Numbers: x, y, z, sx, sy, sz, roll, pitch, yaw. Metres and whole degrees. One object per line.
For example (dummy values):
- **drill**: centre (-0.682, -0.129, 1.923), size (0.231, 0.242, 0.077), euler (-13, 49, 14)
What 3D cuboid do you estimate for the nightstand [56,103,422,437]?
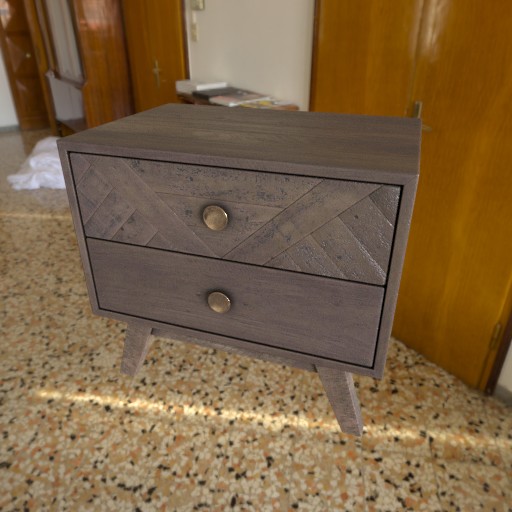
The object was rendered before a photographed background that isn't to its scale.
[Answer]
- **nightstand**: centre (0.000, 0.000, 1.060), size (0.650, 0.599, 0.450), euler (9, 29, 17)
